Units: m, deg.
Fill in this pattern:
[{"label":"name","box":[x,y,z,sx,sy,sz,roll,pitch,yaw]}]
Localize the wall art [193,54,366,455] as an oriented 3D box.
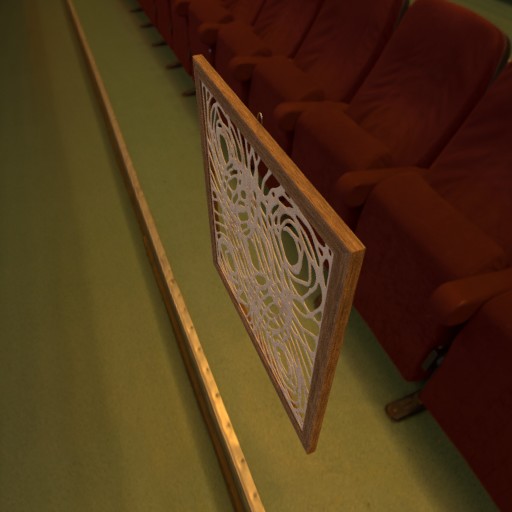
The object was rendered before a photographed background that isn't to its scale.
[{"label":"wall art","box":[0.000,0.000,0.842,0.021,0.576,0.561,-17,48,-16]}]
